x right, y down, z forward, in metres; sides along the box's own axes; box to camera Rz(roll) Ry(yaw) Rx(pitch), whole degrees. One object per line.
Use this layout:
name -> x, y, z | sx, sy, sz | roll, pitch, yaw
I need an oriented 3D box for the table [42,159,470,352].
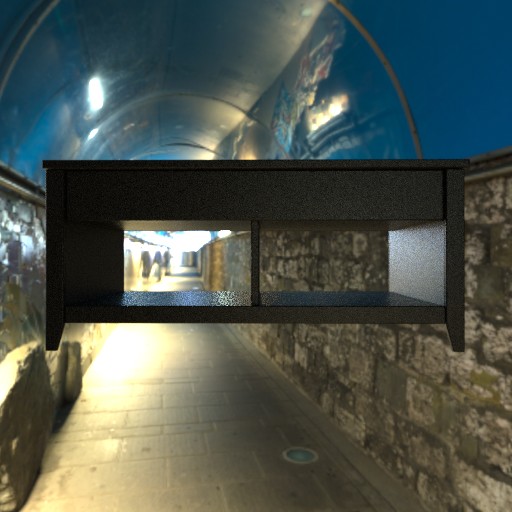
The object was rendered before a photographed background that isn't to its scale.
table -> 0.000, 0.000, 1.291 | 1.016, 0.457, 0.483 | 0, 0, 1
